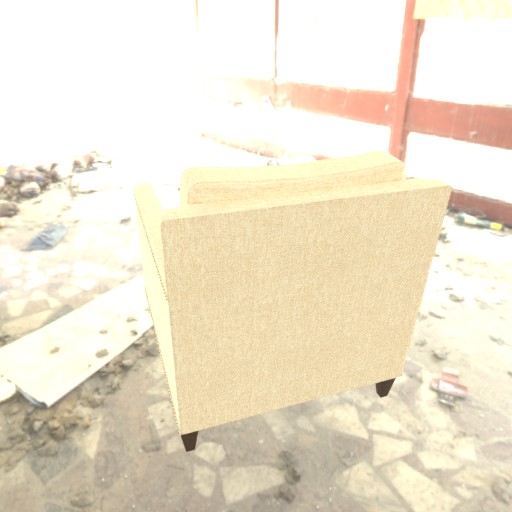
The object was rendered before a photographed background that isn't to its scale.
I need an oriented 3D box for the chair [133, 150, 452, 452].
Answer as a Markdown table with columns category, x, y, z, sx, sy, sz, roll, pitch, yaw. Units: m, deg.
| category | x | y | z | sx | sy | sz | roll | pitch | yaw |
| --- | --- | --- | --- | --- | --- | --- | --- | --- | --- |
| chair | 0.000 | 0.000 | 1.761 | 0.838 | 0.940 | 1.041 | -9 | 28 | -17 |
